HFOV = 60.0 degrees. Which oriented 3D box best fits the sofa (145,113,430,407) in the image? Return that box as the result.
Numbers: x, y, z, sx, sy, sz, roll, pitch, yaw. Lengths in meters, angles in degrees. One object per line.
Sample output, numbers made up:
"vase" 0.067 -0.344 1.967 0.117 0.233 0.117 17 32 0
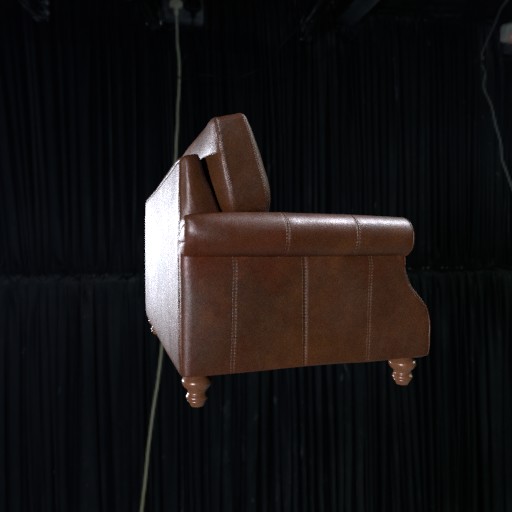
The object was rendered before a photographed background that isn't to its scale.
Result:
"sofa" 0.000 0.000 2.233 0.990 0.976 1.616 0 1 -18
